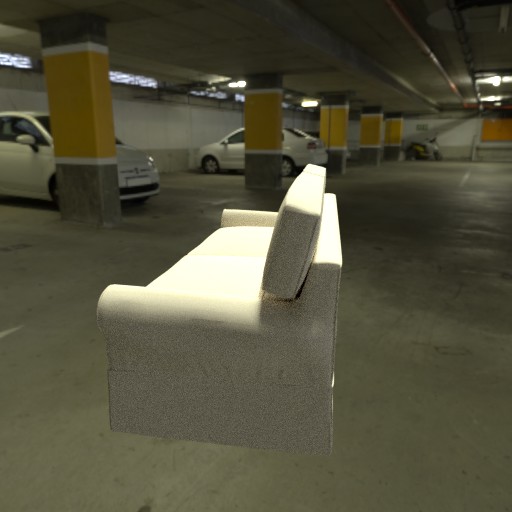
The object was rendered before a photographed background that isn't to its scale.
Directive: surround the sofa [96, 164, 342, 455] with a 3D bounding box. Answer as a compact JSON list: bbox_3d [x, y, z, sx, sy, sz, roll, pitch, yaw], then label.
[{"bbox_3d":[0.000,0.000,2.435,0.862,0.937,2.021,2,15,9],"label":"sofa"}]
